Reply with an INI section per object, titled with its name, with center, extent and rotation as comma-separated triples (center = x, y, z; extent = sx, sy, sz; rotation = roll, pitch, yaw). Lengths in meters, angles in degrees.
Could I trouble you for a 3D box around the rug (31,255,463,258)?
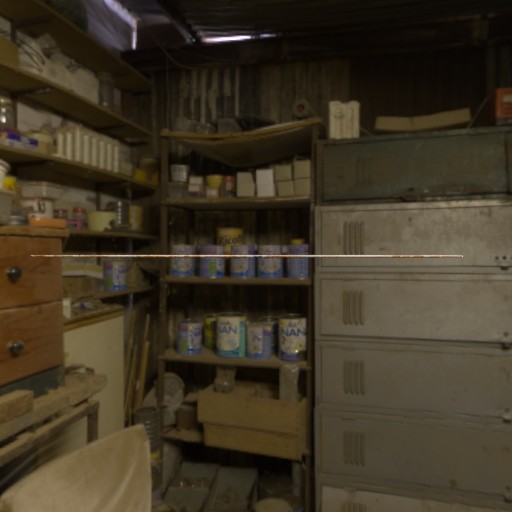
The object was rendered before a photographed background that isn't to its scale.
[rug]
center = 0.000, 0.000, 3.077
extent = 2.428, 0.010, 1.533
rotation = 0, 0, 17
